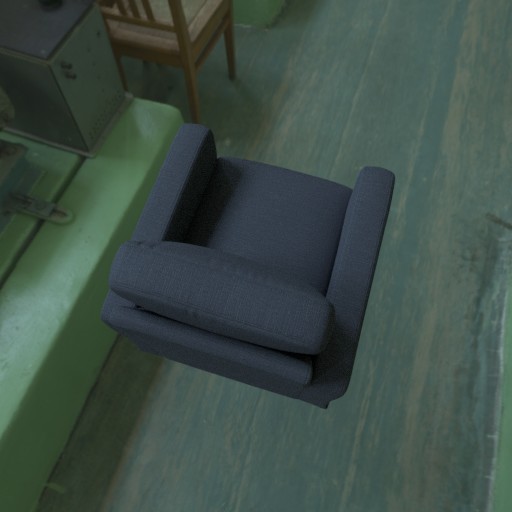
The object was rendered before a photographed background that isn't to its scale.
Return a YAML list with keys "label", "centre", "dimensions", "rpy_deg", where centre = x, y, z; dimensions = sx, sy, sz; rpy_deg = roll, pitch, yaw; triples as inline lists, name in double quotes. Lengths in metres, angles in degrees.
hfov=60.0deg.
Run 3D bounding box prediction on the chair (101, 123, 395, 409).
- label: "chair"
  centre: [0.000, 0.000, 1.547]
  dimensions: [0.798, 0.855, 0.863]
  rpy_deg: [15, 65, 8]
